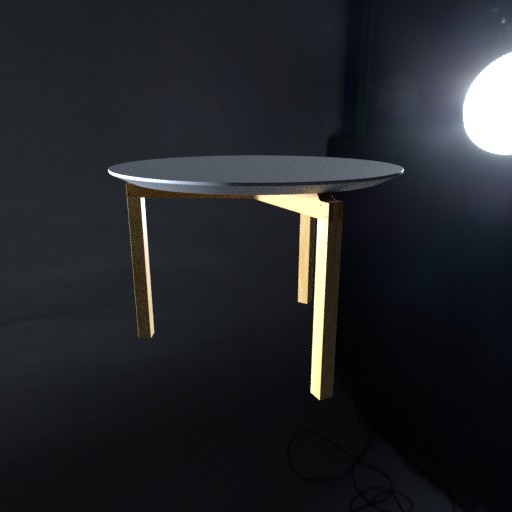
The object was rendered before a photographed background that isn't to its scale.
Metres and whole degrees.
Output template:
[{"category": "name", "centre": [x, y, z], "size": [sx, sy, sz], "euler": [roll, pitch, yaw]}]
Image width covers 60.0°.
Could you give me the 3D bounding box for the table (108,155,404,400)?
[{"category": "table", "centre": [0.000, 0.000, 1.003], "size": [0.600, 0.405, 0.600], "euler": [0, 17, 0]}]
